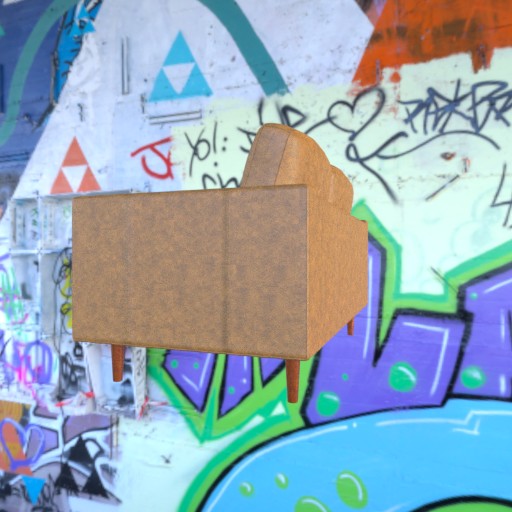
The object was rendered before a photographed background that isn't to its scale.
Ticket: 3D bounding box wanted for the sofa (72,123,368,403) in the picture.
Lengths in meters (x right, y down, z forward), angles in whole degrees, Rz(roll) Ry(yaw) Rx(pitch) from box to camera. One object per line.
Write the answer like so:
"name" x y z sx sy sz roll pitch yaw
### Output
"sofa" 0.000 0.000 2.182 0.909 0.951 1.578 0 0 20
